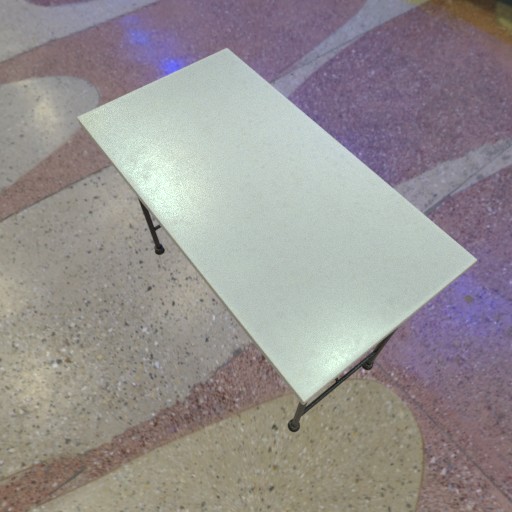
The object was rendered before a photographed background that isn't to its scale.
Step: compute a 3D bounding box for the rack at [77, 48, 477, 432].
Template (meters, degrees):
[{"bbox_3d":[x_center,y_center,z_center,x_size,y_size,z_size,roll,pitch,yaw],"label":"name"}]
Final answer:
[{"bbox_3d":[0.000,0.000,1.706,0.613,0.880,1.159,-33,65,-18],"label":"rack"}]
